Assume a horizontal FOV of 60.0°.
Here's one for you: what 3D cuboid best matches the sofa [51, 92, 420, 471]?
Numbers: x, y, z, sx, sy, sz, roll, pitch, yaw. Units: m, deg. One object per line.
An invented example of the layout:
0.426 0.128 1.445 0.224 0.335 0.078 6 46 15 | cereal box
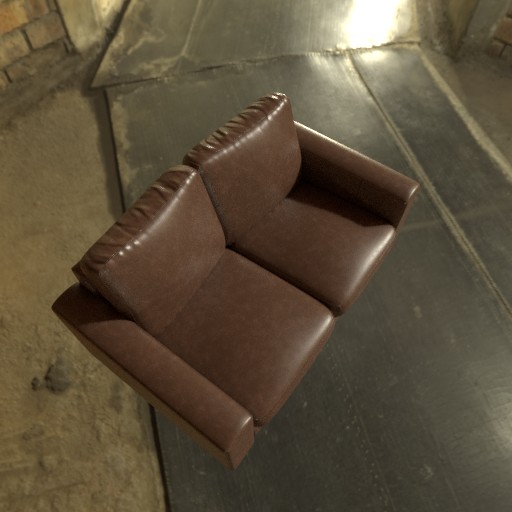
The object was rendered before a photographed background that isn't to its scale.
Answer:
0.000 0.000 2.189 1.016 0.873 1.616 32 63 19 | sofa
